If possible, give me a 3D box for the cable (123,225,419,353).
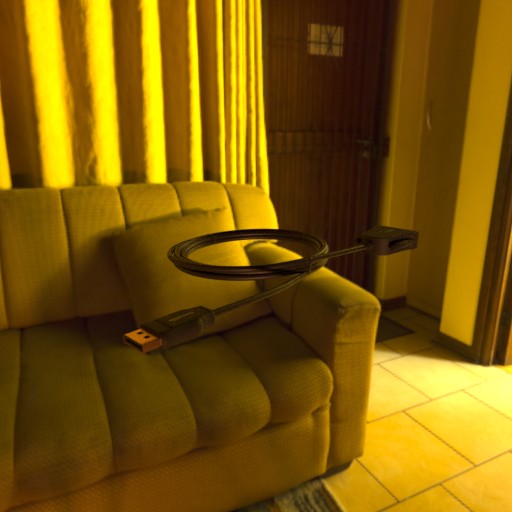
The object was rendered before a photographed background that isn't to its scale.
[{"bbox_3d":[0.000,0.000,0.336,0.136,0.015,0.281,15,22,42],"label":"cable"}]
